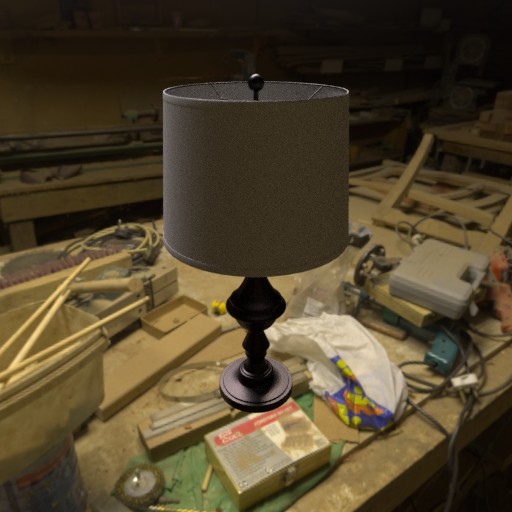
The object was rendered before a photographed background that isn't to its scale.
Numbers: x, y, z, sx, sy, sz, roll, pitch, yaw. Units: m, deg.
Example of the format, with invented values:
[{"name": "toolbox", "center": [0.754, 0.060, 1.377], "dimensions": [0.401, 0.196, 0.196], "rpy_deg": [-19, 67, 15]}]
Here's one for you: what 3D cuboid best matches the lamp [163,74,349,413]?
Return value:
[{"name": "lamp", "center": [0.000, 0.000, 0.954], "dimensions": [0.383, 0.726, 0.383], "rpy_deg": [0, 26, 0]}]
